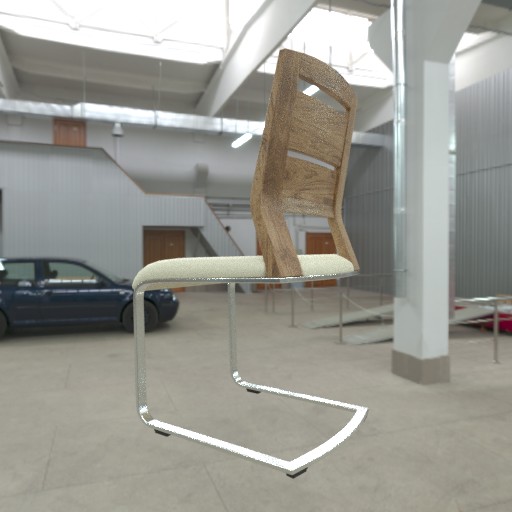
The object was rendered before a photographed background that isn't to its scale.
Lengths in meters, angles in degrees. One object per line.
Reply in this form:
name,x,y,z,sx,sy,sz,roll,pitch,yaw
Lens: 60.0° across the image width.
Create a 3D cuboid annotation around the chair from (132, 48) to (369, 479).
chair,0.000,0.000,1.273,0.561,0.955,0.457,1,1,35
